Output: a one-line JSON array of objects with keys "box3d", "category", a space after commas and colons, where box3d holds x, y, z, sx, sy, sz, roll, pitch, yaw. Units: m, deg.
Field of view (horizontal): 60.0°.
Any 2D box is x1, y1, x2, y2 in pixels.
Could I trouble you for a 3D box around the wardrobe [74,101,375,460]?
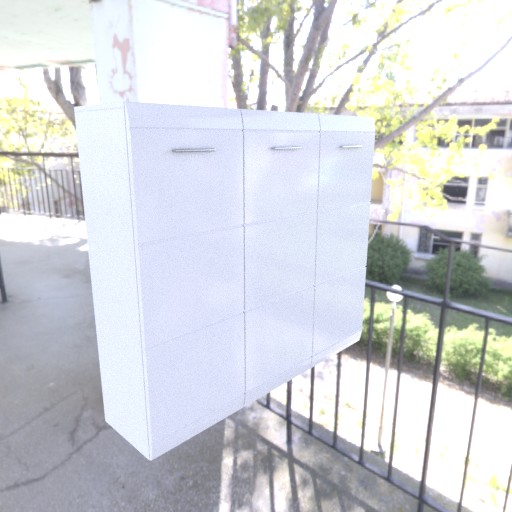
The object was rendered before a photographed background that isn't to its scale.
[{"box3d": [0.000, 0.000, 1.950, 0.360, 1.200, 1.340, 14, 20, 43], "category": "wardrobe"}]
